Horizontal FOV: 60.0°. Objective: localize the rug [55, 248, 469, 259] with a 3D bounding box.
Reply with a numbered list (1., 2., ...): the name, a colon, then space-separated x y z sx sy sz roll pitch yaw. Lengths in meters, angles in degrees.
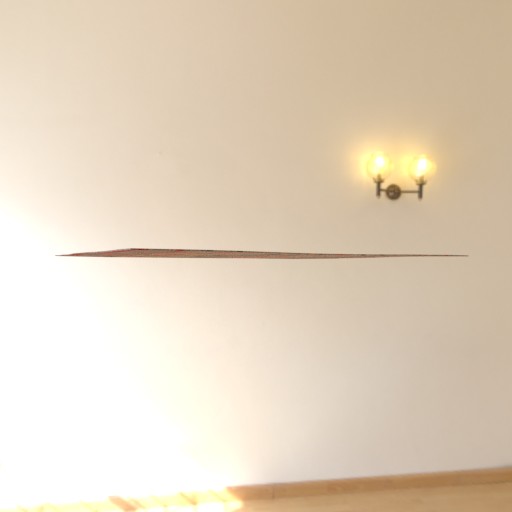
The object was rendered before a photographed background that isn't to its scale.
1. rug: 0.000 0.000 4.024 3.029 0.022 2.263 1 -1 -33
